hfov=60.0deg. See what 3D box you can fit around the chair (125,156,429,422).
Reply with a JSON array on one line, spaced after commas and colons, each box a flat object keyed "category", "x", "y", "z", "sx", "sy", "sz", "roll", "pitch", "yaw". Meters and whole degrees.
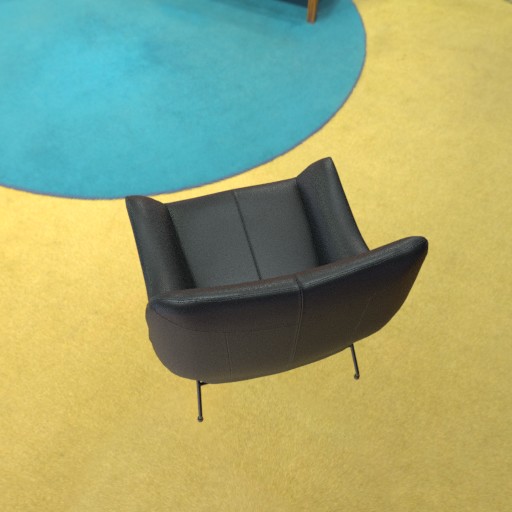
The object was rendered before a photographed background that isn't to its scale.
[{"category": "chair", "x": 0.000, "y": 0.000, "z": 1.555, "sx": 0.836, "sy": 0.922, "sz": 0.826, "roll": -13, "pitch": 58, "yaw": -8}]
